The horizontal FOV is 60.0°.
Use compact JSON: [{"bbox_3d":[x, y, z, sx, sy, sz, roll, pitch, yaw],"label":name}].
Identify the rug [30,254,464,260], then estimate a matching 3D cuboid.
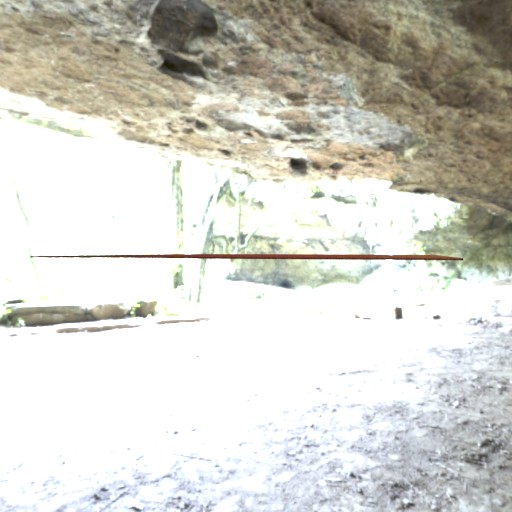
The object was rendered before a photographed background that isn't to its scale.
[{"bbox_3d":[0.000,0.000,3.090,2.442,0.010,1.531,0,1,17],"label":"rug"}]
